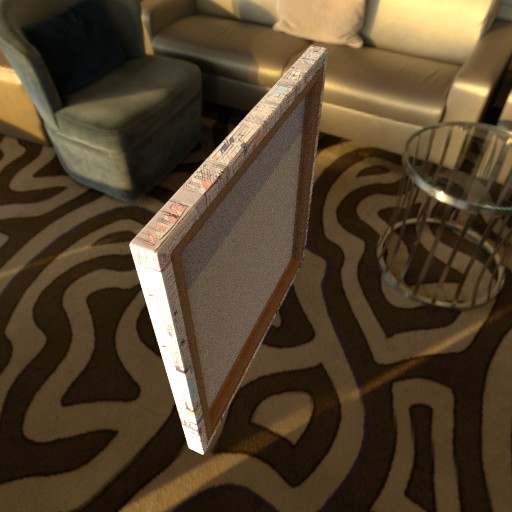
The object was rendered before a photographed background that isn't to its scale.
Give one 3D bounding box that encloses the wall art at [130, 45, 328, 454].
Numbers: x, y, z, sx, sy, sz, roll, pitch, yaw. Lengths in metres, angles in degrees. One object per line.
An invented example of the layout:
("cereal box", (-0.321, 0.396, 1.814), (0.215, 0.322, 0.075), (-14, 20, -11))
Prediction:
("wall art", (0.000, 0.000, 0.896), (0.038, 0.608, 0.607), (18, 49, 16))
